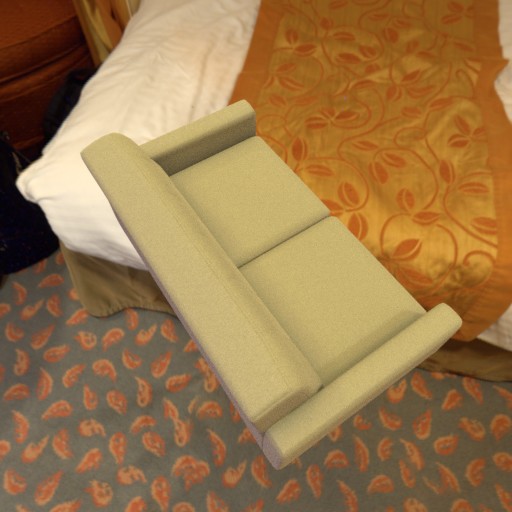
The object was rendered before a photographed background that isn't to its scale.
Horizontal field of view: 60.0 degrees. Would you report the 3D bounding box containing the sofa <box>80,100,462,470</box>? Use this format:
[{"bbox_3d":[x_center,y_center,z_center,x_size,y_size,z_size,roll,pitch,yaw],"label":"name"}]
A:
[{"bbox_3d":[0.000,0.000,2.162,0.980,0.892,1.655,-30,63,-17],"label":"sofa"}]
